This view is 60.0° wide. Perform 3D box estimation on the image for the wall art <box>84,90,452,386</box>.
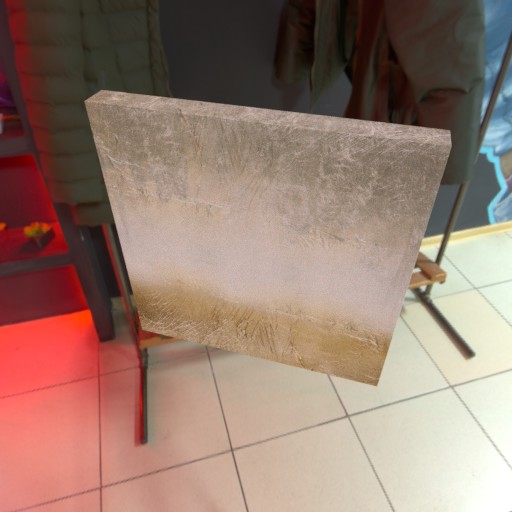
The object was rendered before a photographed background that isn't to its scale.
[{"bbox_3d":[0.000,0.000,0.618,0.405,0.407,0.038,11,42,12],"label":"wall art"}]
